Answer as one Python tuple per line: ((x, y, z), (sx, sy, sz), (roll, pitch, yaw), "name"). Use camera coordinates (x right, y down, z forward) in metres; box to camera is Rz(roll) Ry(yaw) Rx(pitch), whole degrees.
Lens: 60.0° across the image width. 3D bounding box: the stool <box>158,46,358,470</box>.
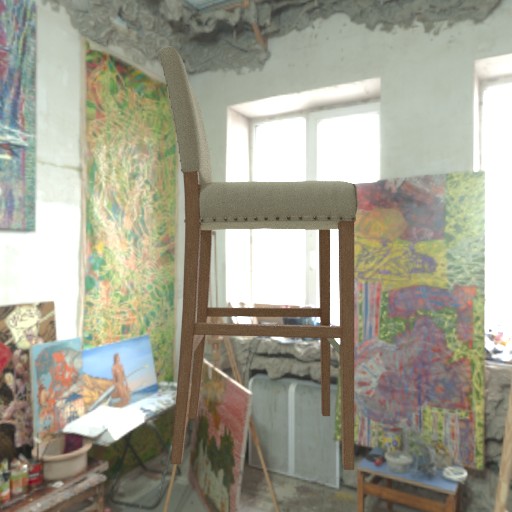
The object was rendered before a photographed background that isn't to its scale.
((0.000, 0.000, 1.391), (0.546, 1.143, 0.428), (0, 1, 0), "stool")
